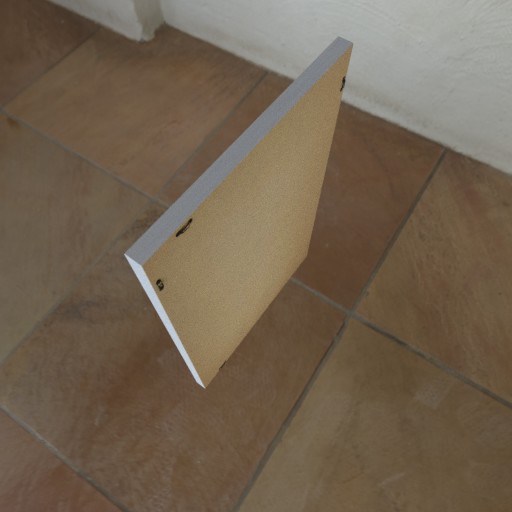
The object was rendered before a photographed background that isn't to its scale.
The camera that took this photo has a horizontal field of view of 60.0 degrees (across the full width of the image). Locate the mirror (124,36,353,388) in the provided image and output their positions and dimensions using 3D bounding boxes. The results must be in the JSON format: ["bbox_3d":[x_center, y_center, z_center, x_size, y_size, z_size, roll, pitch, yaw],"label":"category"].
[{"bbox_3d":[0.000,0.000,1.172,0.040,0.915,0.609,33,67,16],"label":"mirror"}]
